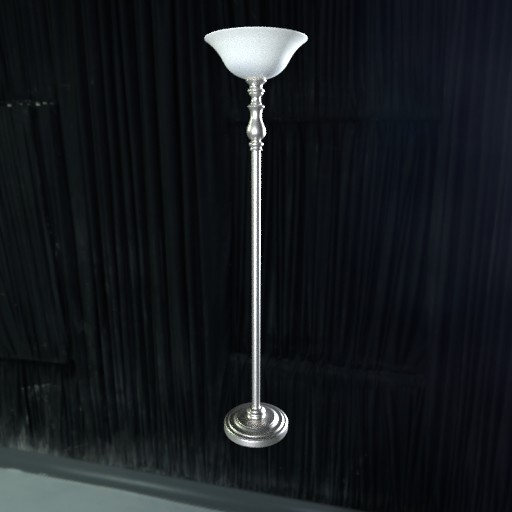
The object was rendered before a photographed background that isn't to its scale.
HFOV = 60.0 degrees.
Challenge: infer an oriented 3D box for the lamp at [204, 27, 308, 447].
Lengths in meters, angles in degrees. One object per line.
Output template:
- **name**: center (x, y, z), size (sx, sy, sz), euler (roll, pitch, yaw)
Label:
- **lamp**: center (0.000, 0.000, 1.977), size (0.405, 1.771, 0.405), euler (2, 15, 9)
